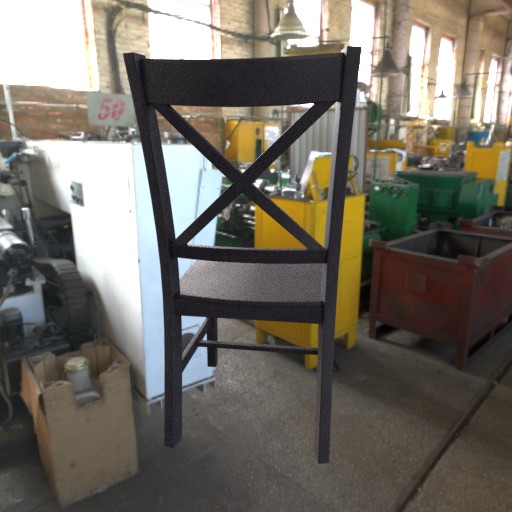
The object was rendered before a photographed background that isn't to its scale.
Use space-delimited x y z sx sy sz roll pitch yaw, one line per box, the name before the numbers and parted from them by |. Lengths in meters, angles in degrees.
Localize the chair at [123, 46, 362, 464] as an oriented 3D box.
chair | 0.000 0.000 1.247 0.485 0.983 0.542 2 15 8
